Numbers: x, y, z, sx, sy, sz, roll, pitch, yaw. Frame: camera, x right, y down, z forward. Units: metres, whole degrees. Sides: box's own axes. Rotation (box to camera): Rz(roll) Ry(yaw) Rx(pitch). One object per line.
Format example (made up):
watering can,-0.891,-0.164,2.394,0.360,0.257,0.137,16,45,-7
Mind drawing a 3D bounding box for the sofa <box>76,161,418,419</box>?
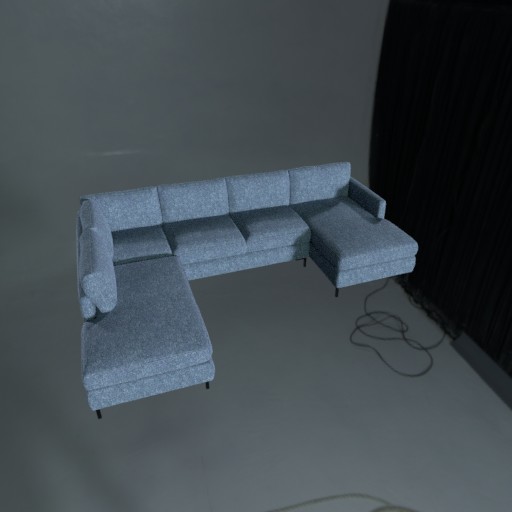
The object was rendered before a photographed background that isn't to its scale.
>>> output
sofa,0.000,0.000,3.609,2.737,0.756,1.879,-11,34,-16
